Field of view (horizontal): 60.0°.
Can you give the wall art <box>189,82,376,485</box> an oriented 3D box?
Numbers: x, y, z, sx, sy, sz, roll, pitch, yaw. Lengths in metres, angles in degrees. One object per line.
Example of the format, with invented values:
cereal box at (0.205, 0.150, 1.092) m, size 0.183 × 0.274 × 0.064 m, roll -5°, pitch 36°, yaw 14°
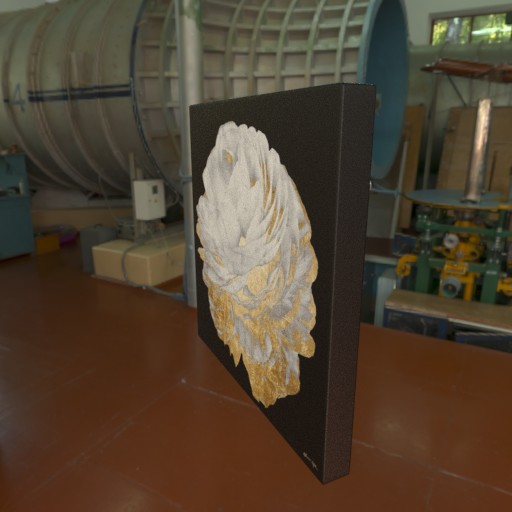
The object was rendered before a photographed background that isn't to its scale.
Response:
wall art at (0.000, 0.000, 0.603) m, size 0.041 × 0.407 × 0.406 m, roll -8°, pitch 18°, yaw -25°
